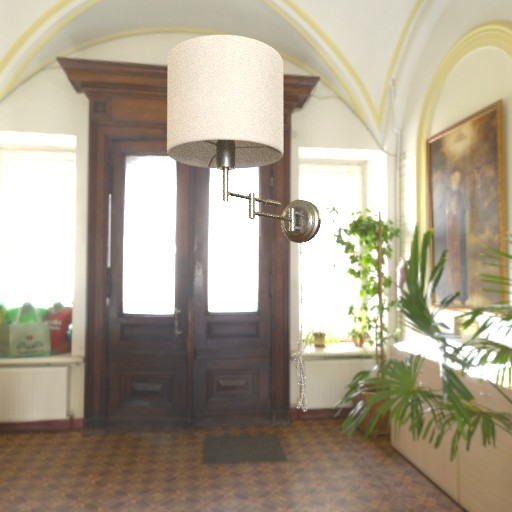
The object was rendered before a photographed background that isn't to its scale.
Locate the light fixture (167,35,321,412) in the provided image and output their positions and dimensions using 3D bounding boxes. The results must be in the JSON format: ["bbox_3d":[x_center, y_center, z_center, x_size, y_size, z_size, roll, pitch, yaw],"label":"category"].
[{"bbox_3d":[0.000,0.000,1.058,0.253,0.842,0.479,-1,-2,36],"label":"light fixture"}]
